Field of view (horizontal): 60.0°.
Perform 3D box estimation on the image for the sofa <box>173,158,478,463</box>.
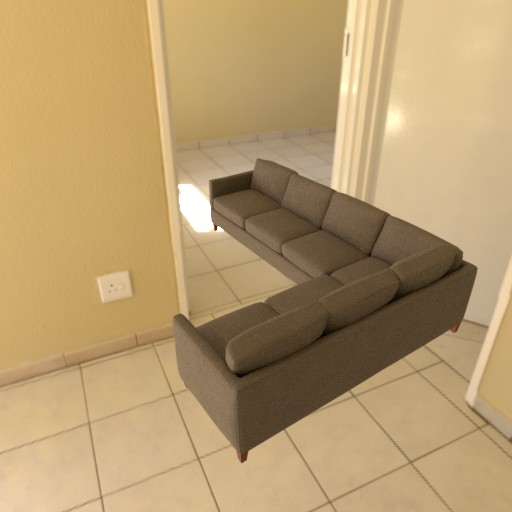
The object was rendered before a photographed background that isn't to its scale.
[{"bbox_3d":[0.000,0.000,4.573,2.593,0.947,3.302,-19,35,-29],"label":"sofa"}]
